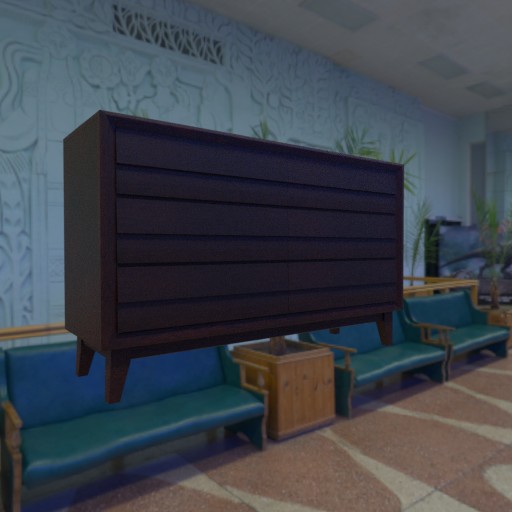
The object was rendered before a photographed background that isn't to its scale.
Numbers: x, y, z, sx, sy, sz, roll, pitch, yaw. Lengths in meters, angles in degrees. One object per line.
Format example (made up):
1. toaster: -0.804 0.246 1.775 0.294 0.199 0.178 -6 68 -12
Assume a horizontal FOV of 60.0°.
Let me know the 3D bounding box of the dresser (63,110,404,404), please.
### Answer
1. dresser: 0.000 0.000 2.111 1.609 0.971 0.499 -1 1 -36
